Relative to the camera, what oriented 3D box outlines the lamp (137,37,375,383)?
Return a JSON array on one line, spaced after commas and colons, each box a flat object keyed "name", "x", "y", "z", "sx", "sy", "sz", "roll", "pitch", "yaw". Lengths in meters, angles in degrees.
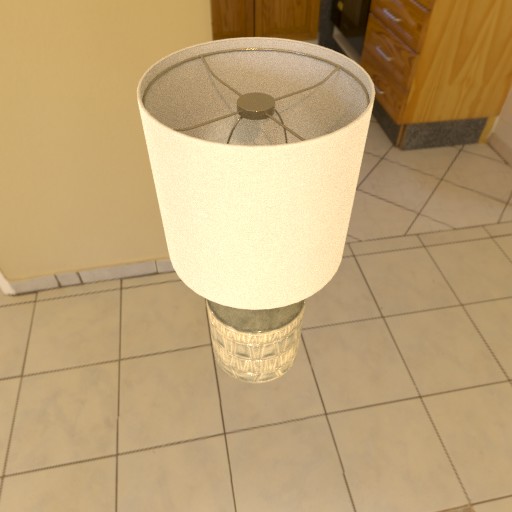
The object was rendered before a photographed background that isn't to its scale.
[{"name": "lamp", "x": 0.000, "y": 0.000, "z": 0.563, "sx": 0.211, "sy": 0.455, "sz": 0.211, "roll": -15, "pitch": 48, "yaw": -14}]
